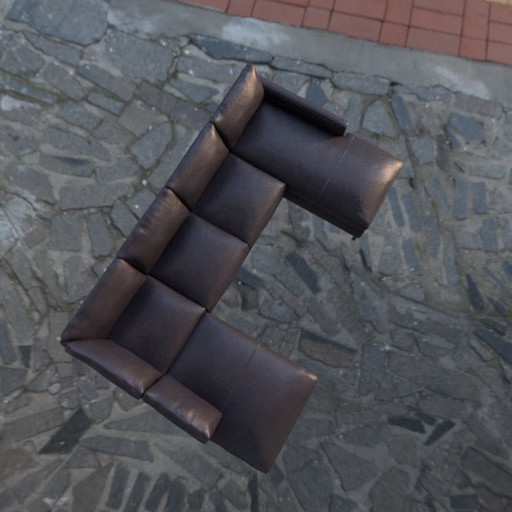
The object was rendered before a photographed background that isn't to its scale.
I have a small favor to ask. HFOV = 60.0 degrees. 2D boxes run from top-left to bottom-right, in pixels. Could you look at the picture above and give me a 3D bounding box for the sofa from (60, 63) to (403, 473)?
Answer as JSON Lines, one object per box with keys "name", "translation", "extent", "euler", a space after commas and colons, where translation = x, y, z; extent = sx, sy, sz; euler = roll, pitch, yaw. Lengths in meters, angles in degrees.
{"name": "sofa", "translation": [0.000, 0.000, 3.888], "extent": [1.939, 0.900, 2.956], "euler": [30, 78, 7]}
